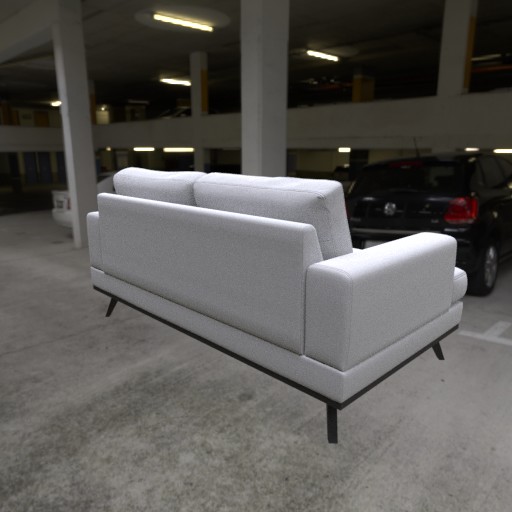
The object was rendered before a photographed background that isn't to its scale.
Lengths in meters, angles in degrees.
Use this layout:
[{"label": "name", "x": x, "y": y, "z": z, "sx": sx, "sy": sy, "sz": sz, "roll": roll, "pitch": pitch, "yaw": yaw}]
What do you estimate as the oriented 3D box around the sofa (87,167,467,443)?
[{"label": "sofa", "x": 0.000, "y": 0.000, "z": 2.116, "sx": 0.920, "sy": 0.810, "sz": 1.650, "roll": -13, "pitch": 19, "yaw": -43}]
